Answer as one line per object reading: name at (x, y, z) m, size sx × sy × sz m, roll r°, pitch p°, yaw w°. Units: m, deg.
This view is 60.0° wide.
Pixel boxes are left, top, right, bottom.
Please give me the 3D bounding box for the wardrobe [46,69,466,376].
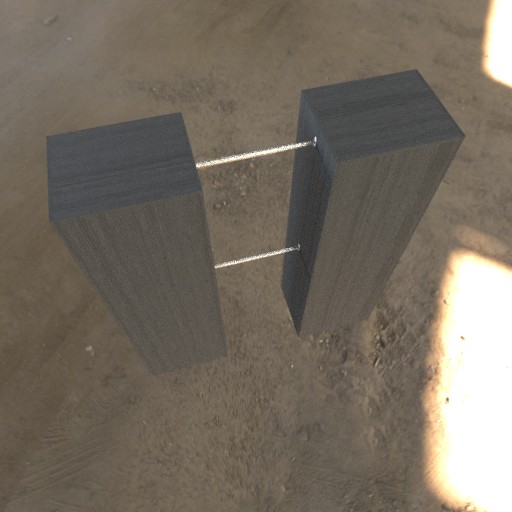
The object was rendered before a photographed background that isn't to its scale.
wardrobe at (0.000, 0.000, 2.788) m, size 1.770 × 2.000 × 0.480 m, roll -13°, pitch 59°, yaw -8°
